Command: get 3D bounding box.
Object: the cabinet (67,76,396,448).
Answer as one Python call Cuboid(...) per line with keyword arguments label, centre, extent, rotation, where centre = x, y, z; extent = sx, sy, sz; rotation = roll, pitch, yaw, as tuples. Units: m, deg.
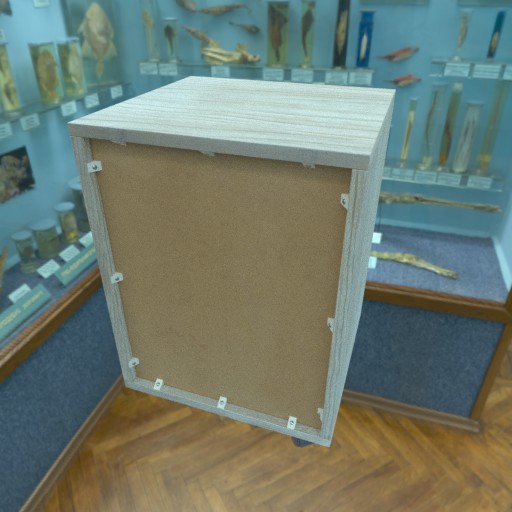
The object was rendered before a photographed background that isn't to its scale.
Cuboid(label="cabinet", centre=(0.000, 0.000, 0.863), extent=(0.409, 0.579, 0.401), rotation=(10, 33, 16))
